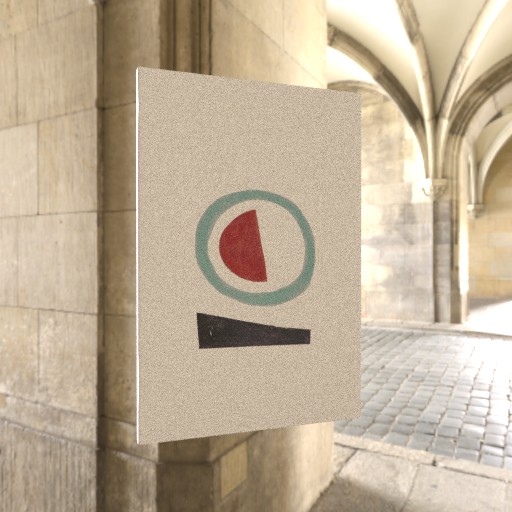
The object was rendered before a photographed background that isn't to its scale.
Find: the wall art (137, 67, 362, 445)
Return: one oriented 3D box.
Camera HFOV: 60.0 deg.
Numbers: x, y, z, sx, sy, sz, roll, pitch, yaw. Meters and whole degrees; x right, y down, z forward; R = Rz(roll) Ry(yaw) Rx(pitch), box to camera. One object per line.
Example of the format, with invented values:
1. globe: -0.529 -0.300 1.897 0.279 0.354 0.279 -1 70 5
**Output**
1. wall art: 0.000 0.000 1.161 0.602 0.902 0.048 0 0 -17
